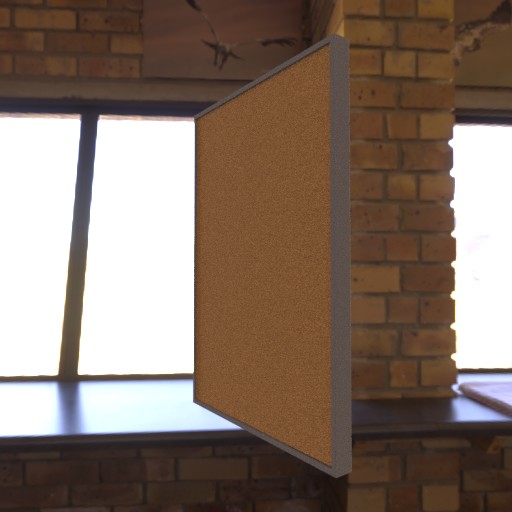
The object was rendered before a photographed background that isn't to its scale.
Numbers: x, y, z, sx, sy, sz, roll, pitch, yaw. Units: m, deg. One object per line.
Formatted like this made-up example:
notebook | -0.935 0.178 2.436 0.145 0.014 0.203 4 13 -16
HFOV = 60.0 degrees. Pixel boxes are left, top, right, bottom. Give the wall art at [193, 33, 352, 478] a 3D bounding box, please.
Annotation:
wall art | 0.000 0.000 0.967 0.039 0.753 0.511 1 -2 -36
